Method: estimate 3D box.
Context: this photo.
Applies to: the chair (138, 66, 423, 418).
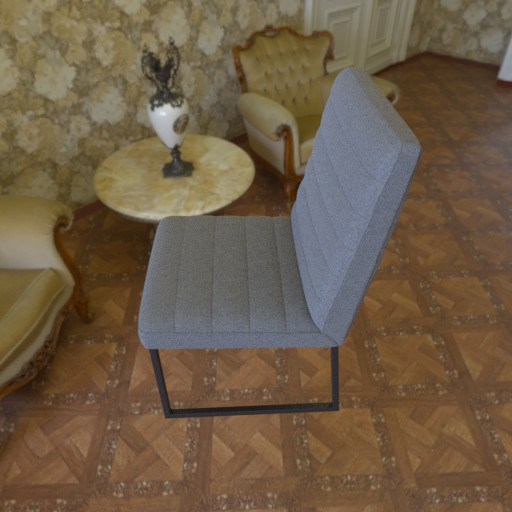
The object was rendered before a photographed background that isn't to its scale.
[{"bbox_3d":[0.000,0.000,1.300,0.634,0.930,0.520,-2,39,-2],"label":"chair"}]
